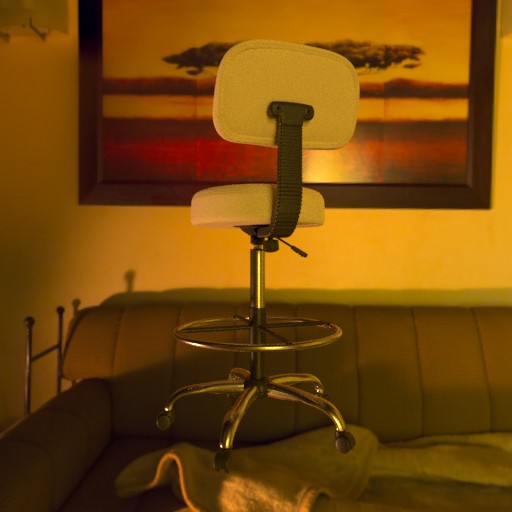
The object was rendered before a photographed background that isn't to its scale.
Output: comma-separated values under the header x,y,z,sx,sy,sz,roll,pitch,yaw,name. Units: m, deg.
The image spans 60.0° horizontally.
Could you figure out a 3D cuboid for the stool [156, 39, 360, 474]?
x,y,z,sx,sy,sz,roll,pitch,yaw,name
0.000,0.000,1.404,0.609,1.080,0.616,0,1,-19,stool
